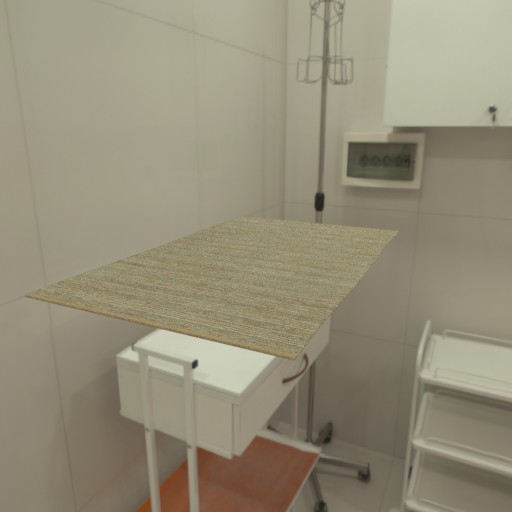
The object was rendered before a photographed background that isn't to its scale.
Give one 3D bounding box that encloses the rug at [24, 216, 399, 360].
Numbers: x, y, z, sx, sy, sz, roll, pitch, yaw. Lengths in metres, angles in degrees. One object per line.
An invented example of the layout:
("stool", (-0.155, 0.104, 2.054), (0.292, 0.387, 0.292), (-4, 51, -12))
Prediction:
("rug", (0.000, 0.000, 3.063), (1.540, 0.012, 2.448), (8, 18, 25))
